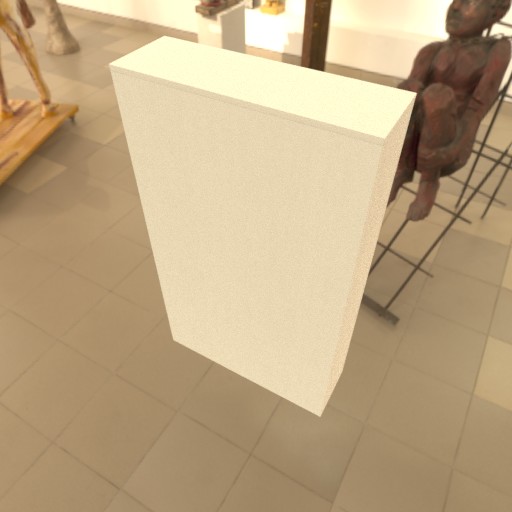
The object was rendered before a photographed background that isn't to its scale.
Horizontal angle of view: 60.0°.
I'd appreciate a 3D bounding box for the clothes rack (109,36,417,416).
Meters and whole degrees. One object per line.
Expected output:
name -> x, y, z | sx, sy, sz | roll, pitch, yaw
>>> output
clothes rack -> 0.000, 0.000, 1.566 | 0.750, 1.280, 0.250 | 22, 49, 20
